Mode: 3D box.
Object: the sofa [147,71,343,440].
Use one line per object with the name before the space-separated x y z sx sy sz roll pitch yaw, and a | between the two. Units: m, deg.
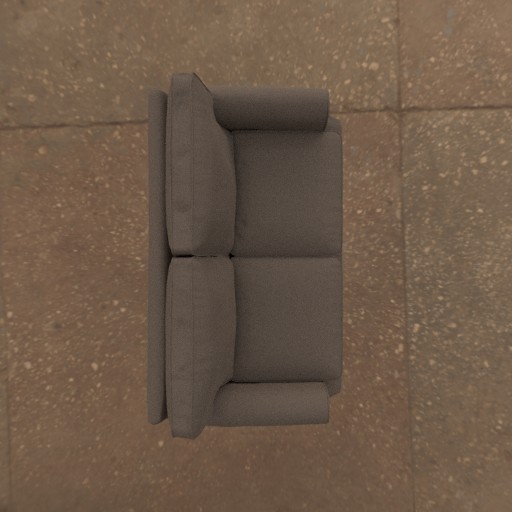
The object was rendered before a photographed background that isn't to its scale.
sofa | 0.000 0.000 2.277 0.964 0.937 1.665 0 90 0
